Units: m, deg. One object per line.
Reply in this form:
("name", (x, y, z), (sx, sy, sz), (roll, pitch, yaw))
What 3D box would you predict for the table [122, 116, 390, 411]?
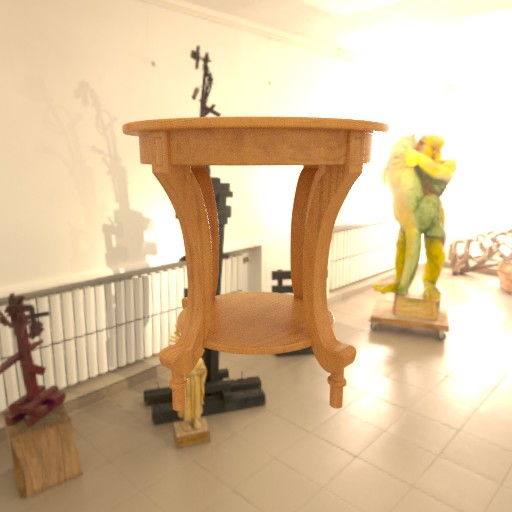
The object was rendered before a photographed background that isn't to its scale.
("table", (0.000, 0.000, 1.097), (0.597, 0.612, 0.597), (0, 13, 0))
